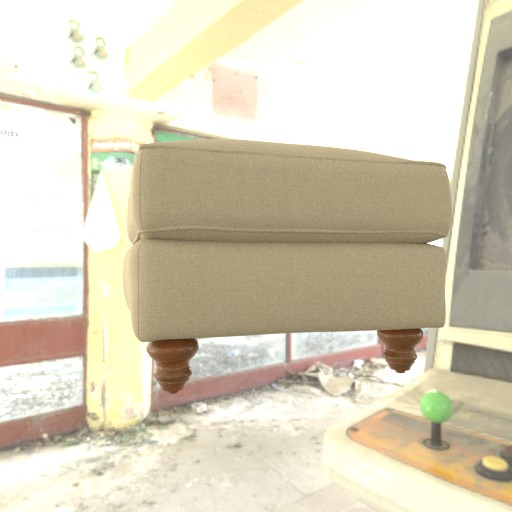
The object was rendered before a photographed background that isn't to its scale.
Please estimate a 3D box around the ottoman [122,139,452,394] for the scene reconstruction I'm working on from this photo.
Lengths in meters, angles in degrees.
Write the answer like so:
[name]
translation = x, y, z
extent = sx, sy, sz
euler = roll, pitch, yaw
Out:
[ottoman]
translation = 0.000, 0.000, 1.146
extent = 0.662, 0.505, 0.716
euler = 0, 0, -17
